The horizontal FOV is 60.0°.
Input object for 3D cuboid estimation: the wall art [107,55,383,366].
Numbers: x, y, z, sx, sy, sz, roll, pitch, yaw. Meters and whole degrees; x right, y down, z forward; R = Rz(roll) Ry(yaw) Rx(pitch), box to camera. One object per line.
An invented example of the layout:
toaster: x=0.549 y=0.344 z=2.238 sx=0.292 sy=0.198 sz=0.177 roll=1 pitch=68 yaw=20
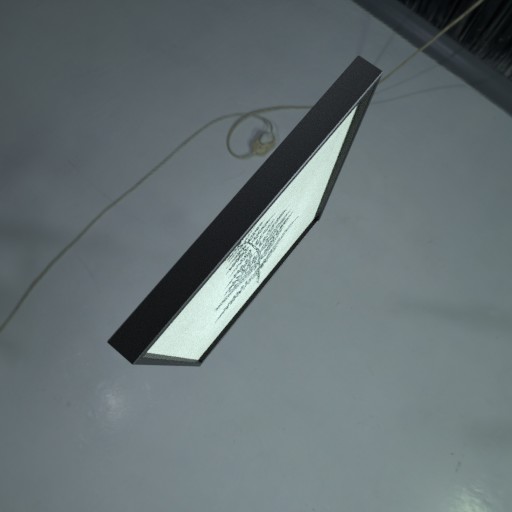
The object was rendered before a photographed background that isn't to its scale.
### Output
wall art: x=0.000 y=0.000 z=0.771 sx=0.039 sy=0.555 sz=0.449 roll=38 pitch=79 yaw=9
